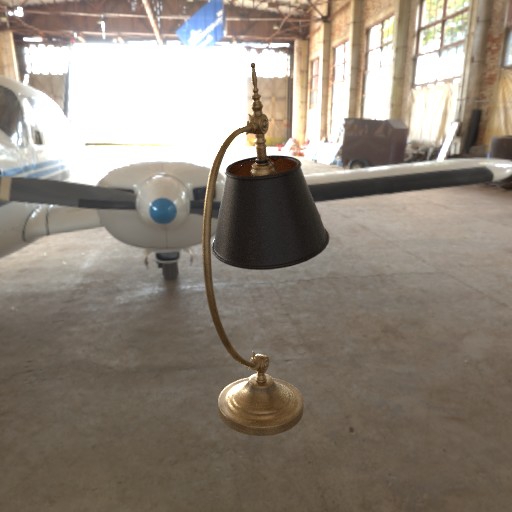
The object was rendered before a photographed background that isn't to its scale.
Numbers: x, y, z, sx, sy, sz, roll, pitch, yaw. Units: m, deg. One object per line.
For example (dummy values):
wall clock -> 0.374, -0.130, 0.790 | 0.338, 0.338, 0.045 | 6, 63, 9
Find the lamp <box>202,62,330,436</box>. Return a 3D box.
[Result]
lamp -> 0.000, 0.000, 0.838 | 0.235, 0.675, 0.344 | 9, 18, 27
